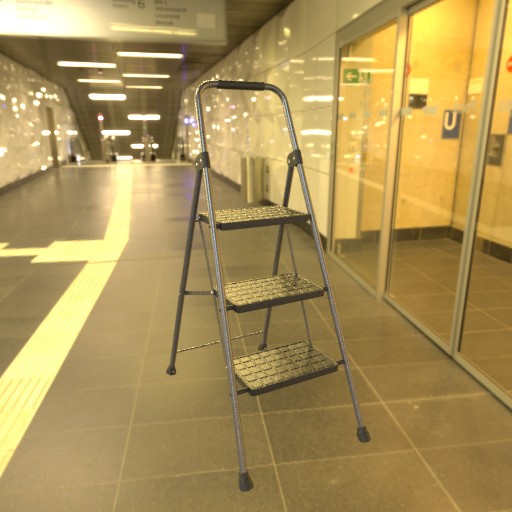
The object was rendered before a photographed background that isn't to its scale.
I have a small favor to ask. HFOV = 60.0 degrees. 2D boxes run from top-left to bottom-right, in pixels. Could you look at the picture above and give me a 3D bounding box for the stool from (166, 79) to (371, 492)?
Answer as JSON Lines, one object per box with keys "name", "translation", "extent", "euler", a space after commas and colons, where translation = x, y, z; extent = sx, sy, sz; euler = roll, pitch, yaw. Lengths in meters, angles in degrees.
{"name": "stool", "translation": [0.000, 0.000, 1.491], "extent": [0.473, 1.121, 0.733], "euler": [-8, 18, -27]}
